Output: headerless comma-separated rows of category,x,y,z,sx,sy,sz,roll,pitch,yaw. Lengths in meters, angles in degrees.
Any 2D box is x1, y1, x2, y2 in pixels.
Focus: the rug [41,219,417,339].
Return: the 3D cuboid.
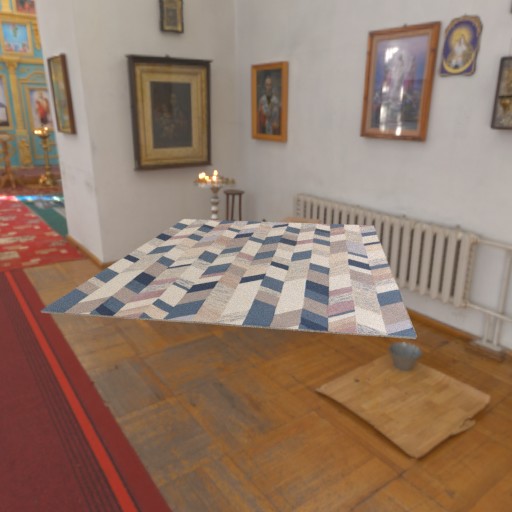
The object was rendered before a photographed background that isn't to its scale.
rug,0.000,0.000,4.232,2.451,0.011,3.072,3,17,9
